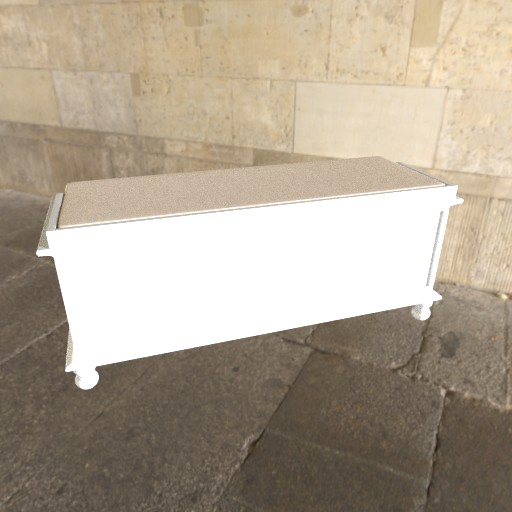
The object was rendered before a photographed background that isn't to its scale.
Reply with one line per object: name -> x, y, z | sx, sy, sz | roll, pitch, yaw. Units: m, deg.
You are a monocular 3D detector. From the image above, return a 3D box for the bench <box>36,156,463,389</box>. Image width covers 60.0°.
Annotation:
bench -> 0.000, 0.000, 1.434 | 1.185, 0.486, 0.402 | -8, 28, -16
